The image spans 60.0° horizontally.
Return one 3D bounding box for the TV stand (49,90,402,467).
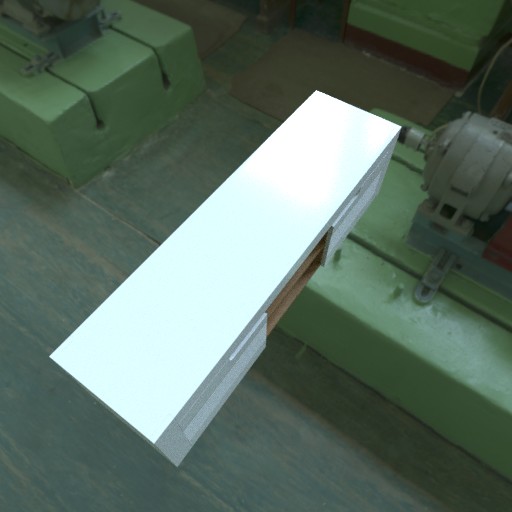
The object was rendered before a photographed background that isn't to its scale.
[{"bbox_3d":[0.000,0.000,1.742,0.410,0.440,1.500,31,62,18],"label":"TV stand"}]
